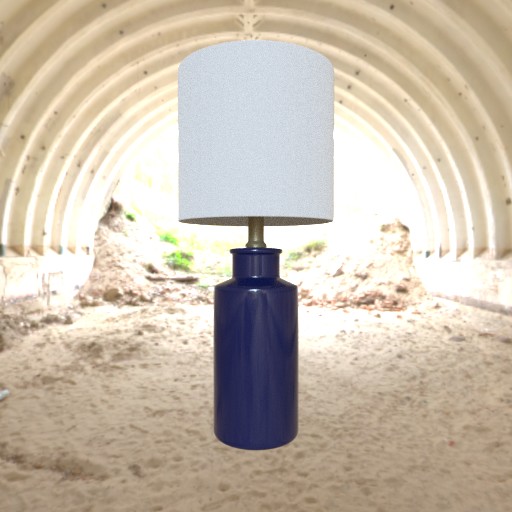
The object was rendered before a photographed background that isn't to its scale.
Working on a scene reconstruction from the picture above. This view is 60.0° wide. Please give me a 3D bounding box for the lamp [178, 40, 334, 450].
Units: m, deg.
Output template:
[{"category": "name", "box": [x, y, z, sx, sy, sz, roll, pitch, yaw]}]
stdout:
[{"category": "lamp", "box": [0.000, 0.000, 0.611, 0.212, 0.493, 0.212, 0, 1, -34]}]
